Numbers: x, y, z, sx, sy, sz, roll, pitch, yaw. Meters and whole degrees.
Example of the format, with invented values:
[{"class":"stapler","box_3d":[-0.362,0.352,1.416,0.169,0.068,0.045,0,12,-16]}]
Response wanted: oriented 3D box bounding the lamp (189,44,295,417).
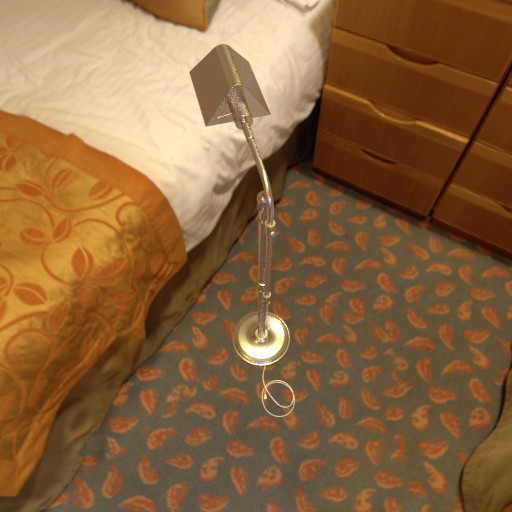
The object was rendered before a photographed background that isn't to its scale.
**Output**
[{"class":"lamp","box_3d":[0.000,0.000,0.969,0.159,0.708,0.546,-12,59,-7]}]
